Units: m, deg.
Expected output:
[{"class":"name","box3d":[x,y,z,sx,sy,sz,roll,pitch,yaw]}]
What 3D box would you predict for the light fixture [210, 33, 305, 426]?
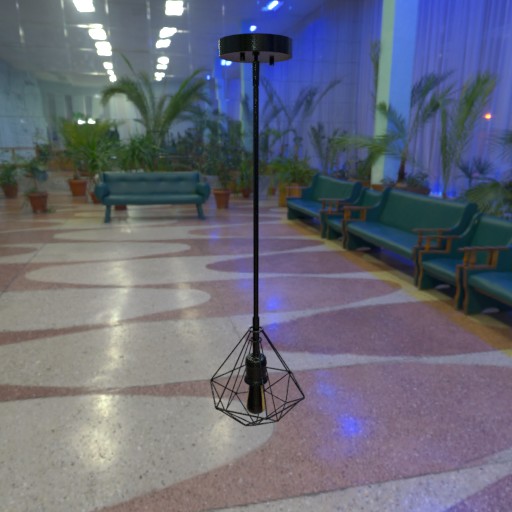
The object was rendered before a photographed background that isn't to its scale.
[{"class":"light fixture","box3d":[0.000,0.000,1.990,0.431,1.764,0.487,-3,16,-11]}]
